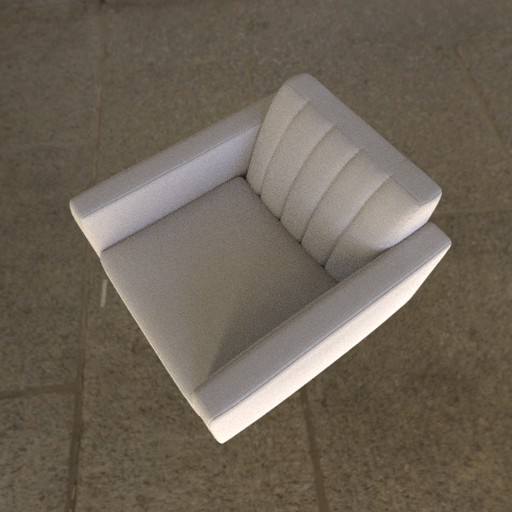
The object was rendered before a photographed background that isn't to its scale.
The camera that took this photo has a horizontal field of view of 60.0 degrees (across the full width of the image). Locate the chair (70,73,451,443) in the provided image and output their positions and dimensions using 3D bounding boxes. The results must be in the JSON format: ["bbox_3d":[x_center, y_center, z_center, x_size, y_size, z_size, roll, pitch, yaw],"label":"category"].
[{"bbox_3d":[0.000,0.000,1.698,0.998,0.819,0.953,-33,66,-16],"label":"chair"}]
